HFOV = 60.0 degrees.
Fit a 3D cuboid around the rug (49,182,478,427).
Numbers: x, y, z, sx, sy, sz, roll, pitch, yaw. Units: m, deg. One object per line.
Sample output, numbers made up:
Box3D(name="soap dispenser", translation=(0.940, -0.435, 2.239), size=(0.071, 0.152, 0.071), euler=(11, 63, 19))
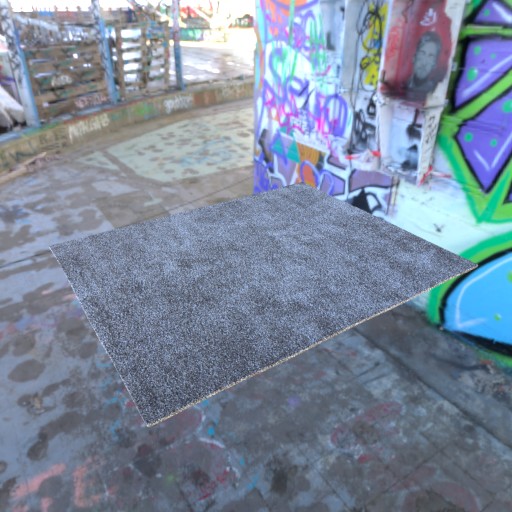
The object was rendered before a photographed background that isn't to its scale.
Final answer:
Box3D(name="rug", translation=(0.000, 0.000, 3.954), size=(3.000, 0.025, 2.401), euler=(-18, 35, -29))
